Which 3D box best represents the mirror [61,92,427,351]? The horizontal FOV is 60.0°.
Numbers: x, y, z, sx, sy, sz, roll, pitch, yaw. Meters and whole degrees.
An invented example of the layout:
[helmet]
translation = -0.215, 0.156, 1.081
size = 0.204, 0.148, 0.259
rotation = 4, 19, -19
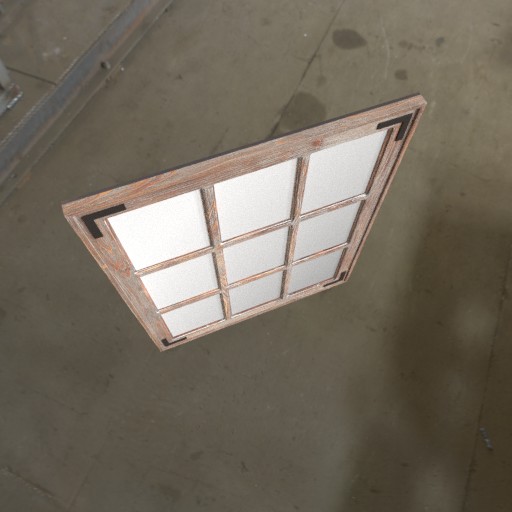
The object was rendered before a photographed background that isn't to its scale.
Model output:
[mirror]
translation = 0.000, 0.000, 1.231
size = 0.730, 0.882, 0.032
rotation = -19, 64, -10
